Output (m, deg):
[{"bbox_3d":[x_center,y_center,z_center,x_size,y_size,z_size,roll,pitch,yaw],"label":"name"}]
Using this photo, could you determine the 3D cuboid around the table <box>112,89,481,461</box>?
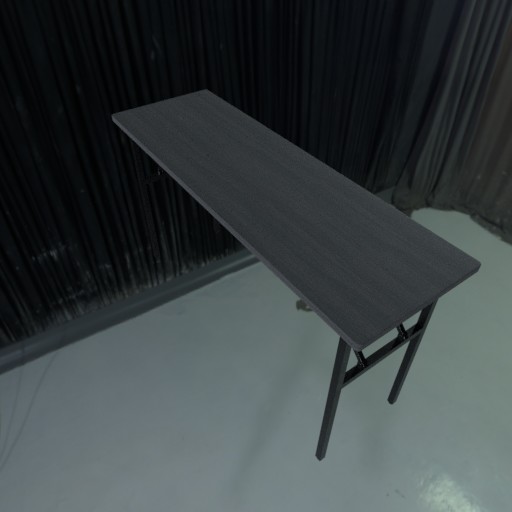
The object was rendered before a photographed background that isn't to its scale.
[{"bbox_3d":[0.000,0.000,1.726,0.449,0.750,1.399,-26,48,-25],"label":"table"}]
